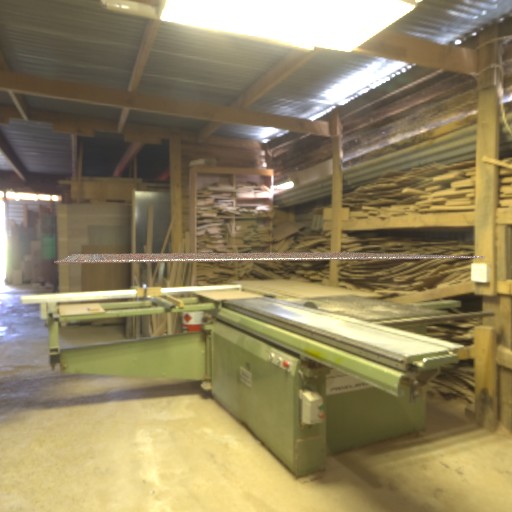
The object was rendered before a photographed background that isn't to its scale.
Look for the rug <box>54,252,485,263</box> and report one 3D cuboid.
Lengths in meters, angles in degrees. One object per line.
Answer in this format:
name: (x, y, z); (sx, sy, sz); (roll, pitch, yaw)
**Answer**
rug: (0.000, 0.000, 2.311); (1.829, 0.009, 1.219); (0, 1, -20)
